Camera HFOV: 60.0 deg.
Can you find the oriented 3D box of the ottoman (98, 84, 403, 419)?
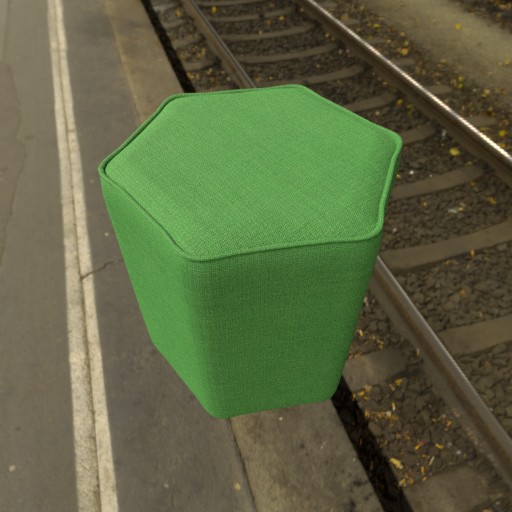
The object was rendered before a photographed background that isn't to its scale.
[{"bbox_3d":[0.000,0.000,0.883,0.444,0.507,0.499,-32,54,-26],"label":"ottoman"}]
